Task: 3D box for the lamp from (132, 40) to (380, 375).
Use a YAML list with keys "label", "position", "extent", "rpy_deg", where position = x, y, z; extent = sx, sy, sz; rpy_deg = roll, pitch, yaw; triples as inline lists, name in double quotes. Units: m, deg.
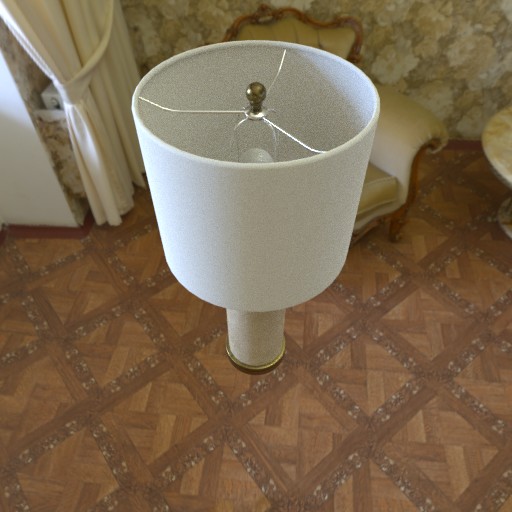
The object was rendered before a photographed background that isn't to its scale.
- label: "lamp"
  position: [0.000, 0.000, 0.779]
  extent: [0.305, 0.634, 0.305]
  rpy_deg: [-32, 56, -25]
